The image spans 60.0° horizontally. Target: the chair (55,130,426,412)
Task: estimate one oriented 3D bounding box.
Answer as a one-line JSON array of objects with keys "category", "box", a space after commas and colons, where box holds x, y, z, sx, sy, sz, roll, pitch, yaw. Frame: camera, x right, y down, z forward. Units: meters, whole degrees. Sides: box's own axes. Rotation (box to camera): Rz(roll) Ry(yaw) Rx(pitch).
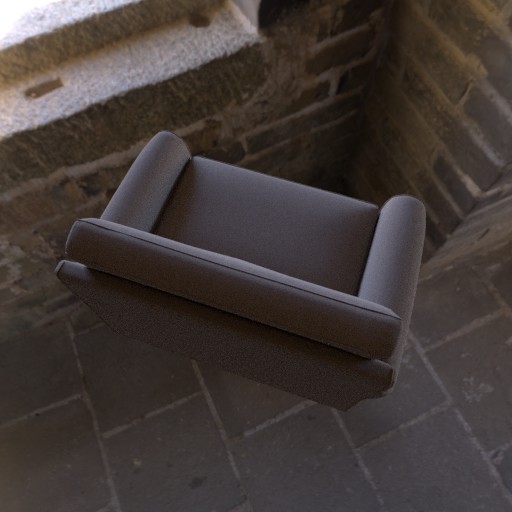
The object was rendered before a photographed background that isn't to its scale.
[{"category": "chair", "box": [0.000, 0.000, 2.030, 1.390, 0.930, 0.930, 17, 65, 8]}]
